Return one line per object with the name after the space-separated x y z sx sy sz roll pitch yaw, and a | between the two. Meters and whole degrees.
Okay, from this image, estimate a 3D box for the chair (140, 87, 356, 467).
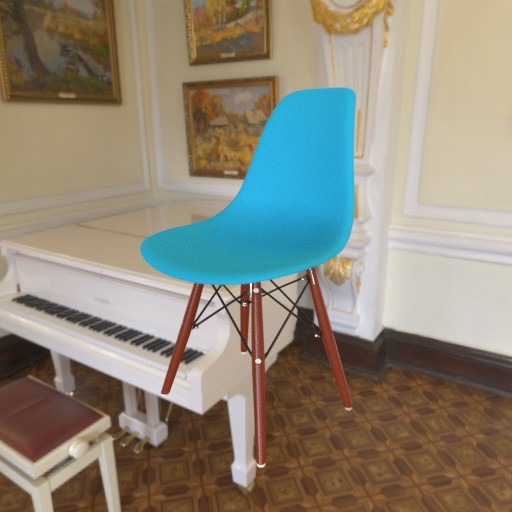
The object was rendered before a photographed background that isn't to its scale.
0.000 0.000 1.126 0.470 0.826 0.533 16 23 42 | chair
